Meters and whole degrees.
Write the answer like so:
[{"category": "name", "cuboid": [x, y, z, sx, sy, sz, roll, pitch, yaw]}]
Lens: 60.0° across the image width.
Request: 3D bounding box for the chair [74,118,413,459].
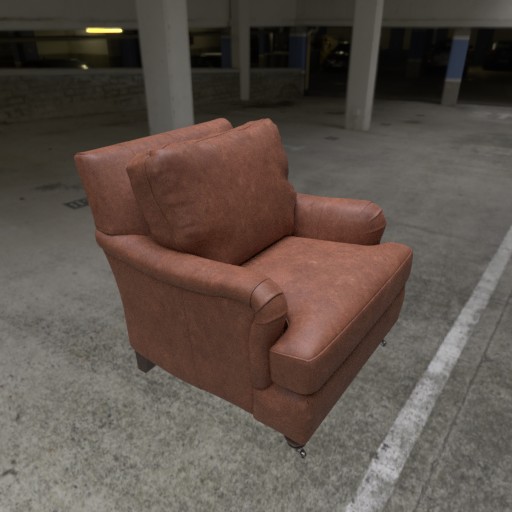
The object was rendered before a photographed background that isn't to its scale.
[{"category": "chair", "cuboid": [0.000, 0.000, 1.966, 1.158, 1.055, 0.986, 19, 33, 31]}]
